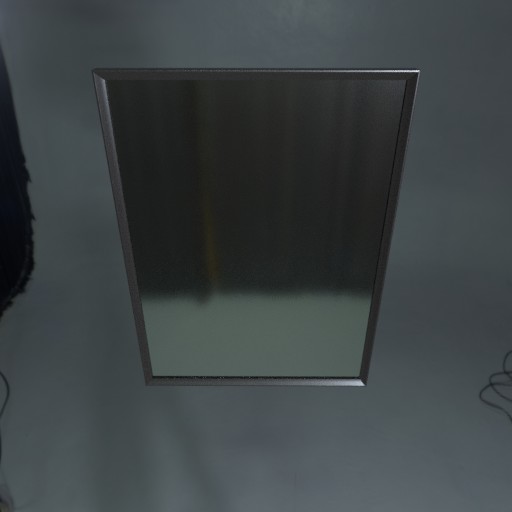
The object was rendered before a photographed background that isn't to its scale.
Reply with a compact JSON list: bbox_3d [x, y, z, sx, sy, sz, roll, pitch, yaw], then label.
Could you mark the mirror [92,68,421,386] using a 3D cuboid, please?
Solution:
[{"bbox_3d":[0.000,0.000,1.295,0.762,1.016,0.041,0,30,0],"label":"mirror"}]
